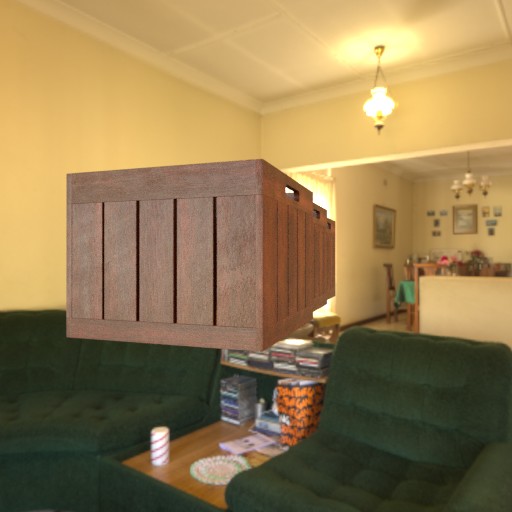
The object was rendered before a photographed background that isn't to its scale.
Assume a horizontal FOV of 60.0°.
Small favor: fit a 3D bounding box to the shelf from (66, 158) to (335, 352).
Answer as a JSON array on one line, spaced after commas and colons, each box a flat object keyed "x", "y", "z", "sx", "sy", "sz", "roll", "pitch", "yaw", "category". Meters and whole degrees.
[{"x": 0.000, "y": 0.000, "z": 1.280, "sx": 0.393, "sy": 0.311, "sz": 1.064, "roll": 0, "pitch": 0, "yaw": 19, "category": "shelf"}]
